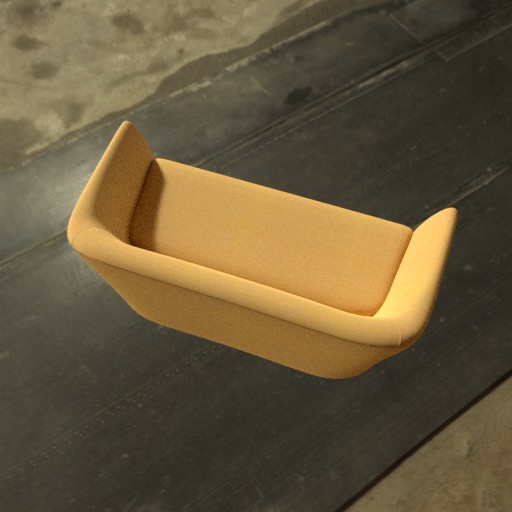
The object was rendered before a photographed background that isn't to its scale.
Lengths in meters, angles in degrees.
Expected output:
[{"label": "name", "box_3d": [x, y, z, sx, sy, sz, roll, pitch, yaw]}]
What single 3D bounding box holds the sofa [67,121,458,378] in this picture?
[{"label": "sofa", "box_3d": [0.000, 0.000, 1.890, 1.452, 0.721, 0.705, 17, 65, 8]}]
